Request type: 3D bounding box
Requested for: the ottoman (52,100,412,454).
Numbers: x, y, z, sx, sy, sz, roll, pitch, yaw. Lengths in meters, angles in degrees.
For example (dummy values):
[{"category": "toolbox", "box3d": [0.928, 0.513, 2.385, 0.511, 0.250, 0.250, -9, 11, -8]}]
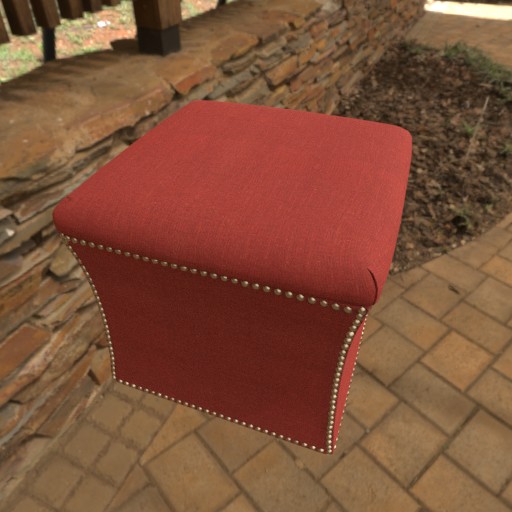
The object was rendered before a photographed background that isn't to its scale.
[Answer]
[{"category": "ottoman", "box3d": [0.000, 0.000, 0.893, 0.507, 0.475, 0.497, 13, 41, 16]}]
